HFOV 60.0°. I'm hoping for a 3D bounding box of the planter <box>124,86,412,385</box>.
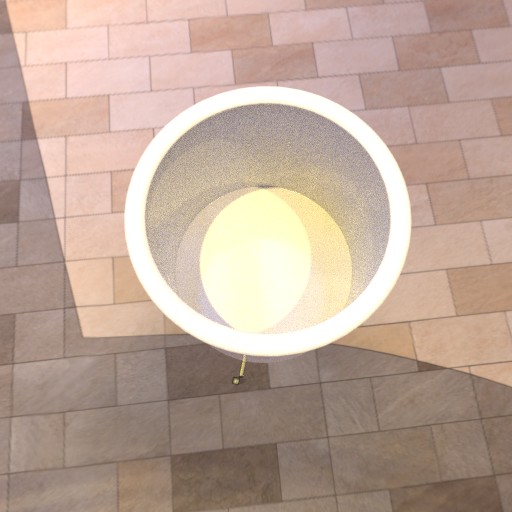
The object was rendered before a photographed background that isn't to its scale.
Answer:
[{"bbox_3d":[0.000,0.000,0.737,0.361,0.480,0.360,37,78,9],"label":"planter"}]
